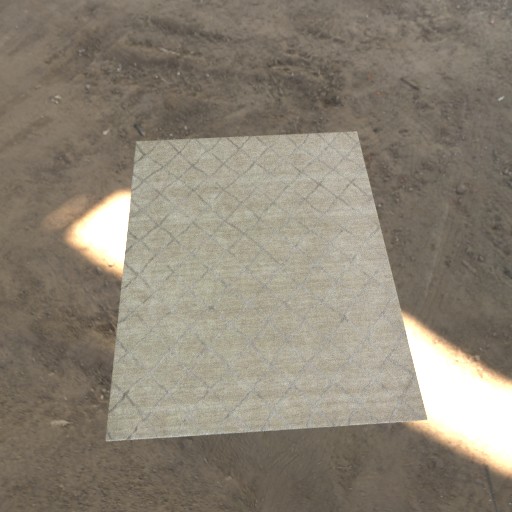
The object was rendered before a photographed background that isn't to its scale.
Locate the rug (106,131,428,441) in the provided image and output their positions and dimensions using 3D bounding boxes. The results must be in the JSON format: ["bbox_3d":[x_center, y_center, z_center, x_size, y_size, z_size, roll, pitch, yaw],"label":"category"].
[{"bbox_3d":[0.000,0.000,4.088,2.420,0.019,3.038,-3,60,-2],"label":"rug"}]
